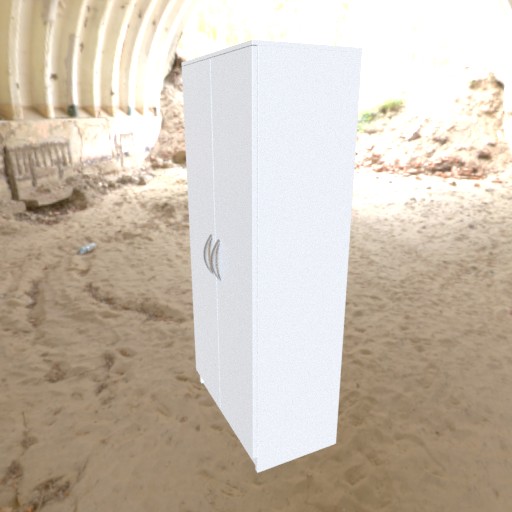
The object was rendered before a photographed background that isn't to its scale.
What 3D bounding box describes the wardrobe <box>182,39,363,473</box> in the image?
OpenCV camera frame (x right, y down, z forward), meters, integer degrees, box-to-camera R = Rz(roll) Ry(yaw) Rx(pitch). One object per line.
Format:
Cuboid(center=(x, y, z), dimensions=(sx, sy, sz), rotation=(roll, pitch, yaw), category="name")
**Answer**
Cuboid(center=(0.000, 0.000, 2.051), dimensions=(0.470, 1.700, 0.760), rotation=(-8, 20, -24), category="wardrobe")
